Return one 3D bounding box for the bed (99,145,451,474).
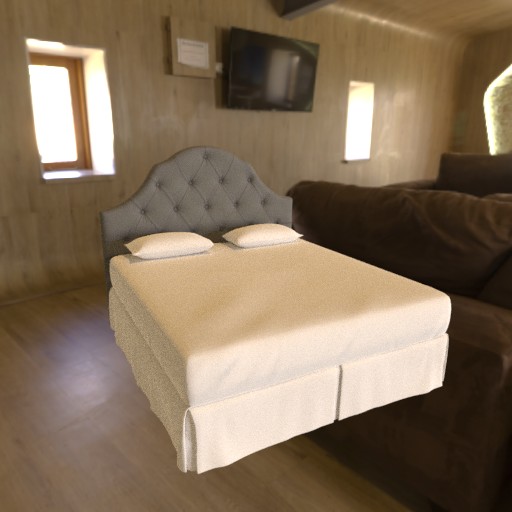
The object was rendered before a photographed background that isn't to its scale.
[{"bbox_3d":[0.000,0.000,3.443,2.008,1.615,2.214,-8,17,-26],"label":"bed"}]
